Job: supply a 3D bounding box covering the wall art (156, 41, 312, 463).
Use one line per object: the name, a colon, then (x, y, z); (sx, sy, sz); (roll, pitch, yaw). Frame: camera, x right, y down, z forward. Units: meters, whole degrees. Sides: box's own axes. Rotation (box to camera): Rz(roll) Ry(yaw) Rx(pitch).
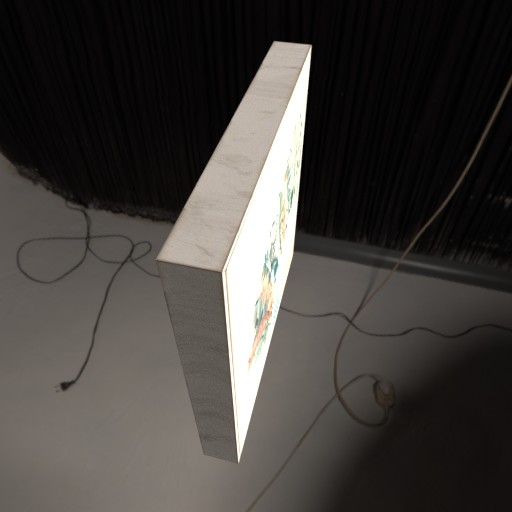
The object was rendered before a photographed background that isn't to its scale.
wall art: (0.000, 0.000, 0.451); (0.038, 0.303, 0.305); (10, 48, 9)
